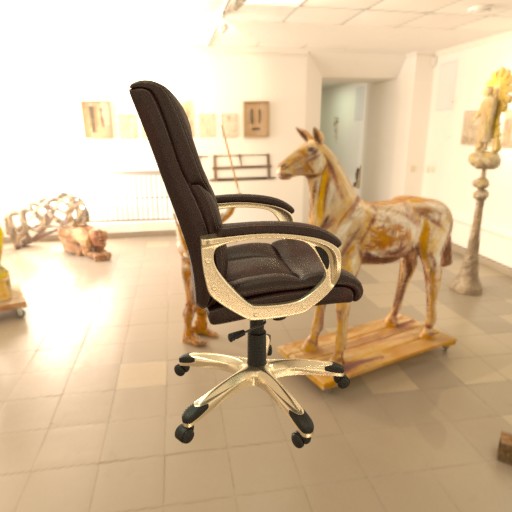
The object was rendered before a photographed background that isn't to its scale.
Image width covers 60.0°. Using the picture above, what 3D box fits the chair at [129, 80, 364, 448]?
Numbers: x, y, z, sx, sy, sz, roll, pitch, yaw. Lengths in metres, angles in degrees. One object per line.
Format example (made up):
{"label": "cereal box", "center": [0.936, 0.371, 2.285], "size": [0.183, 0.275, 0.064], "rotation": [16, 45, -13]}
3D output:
{"label": "chair", "center": [0.000, 0.000, 1.532], "size": [0.739, 1.107, 0.662], "rotation": [-3, 17, -10]}
